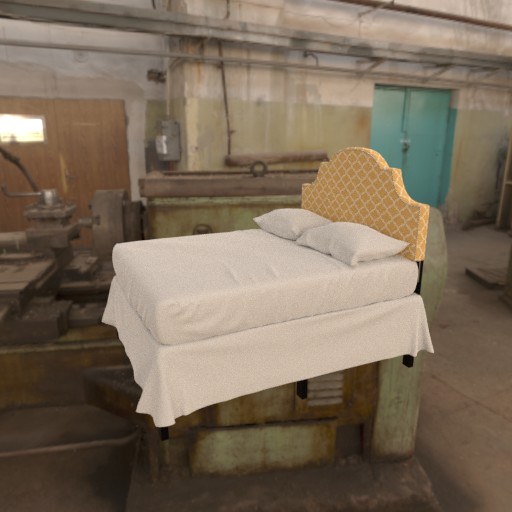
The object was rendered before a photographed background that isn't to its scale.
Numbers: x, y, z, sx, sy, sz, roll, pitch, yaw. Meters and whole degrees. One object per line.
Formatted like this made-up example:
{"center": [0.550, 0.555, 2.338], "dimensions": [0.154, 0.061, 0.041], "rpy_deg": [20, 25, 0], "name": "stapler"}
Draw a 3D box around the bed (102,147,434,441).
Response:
{"center": [0.000, 0.000, 3.475], "dimensions": [2.222, 1.633, 1.780], "rpy_deg": [-7, 17, -25], "name": "bed"}
